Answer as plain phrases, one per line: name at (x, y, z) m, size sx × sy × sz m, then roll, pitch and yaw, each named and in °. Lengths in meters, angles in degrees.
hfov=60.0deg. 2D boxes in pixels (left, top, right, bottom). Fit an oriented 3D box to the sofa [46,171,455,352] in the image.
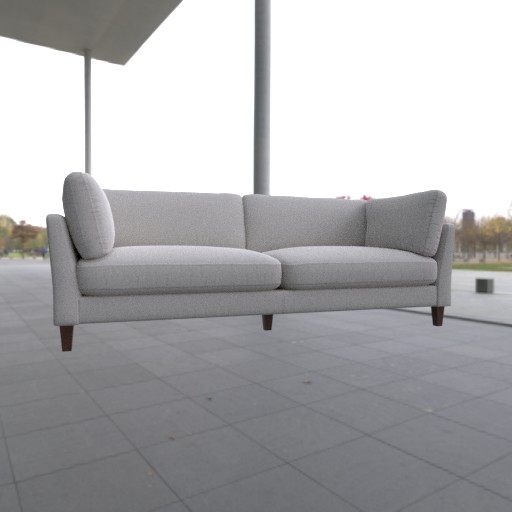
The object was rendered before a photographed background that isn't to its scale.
sofa at (0.000, 0.000, 2.784) m, size 2.301 × 0.863 × 0.957 m, roll 0°, pitch 1°, yaw -19°
